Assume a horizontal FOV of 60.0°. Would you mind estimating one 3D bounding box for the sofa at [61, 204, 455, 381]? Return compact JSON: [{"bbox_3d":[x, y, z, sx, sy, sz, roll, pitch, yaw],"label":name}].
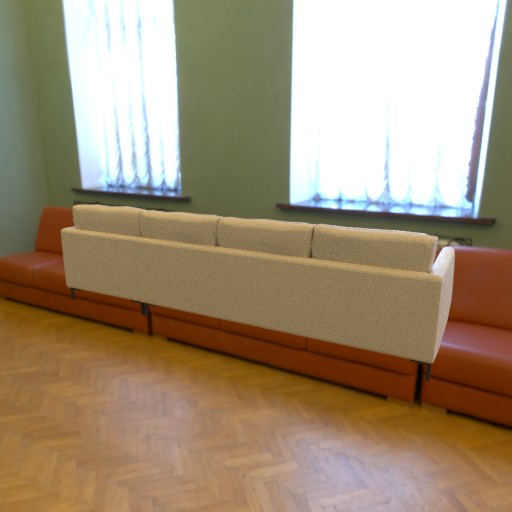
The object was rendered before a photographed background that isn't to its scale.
[{"bbox_3d":[0.000,0.000,3.301,2.731,0.755,1.258,7,16,27],"label":"sofa"}]
